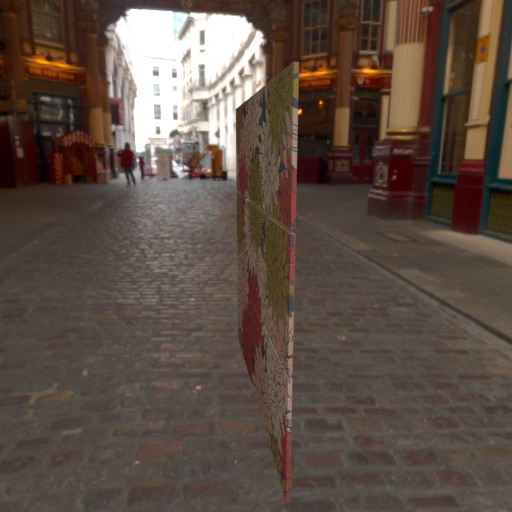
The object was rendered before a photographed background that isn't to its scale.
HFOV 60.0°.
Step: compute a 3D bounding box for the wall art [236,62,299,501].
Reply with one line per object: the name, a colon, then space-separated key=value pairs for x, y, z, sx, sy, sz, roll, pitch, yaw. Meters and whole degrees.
wall art: x=0.000 y=0.000 z=1.761 sx=0.013 sy=1.218 sz=1.206 roll=-2 pitch=13 yaw=-9
